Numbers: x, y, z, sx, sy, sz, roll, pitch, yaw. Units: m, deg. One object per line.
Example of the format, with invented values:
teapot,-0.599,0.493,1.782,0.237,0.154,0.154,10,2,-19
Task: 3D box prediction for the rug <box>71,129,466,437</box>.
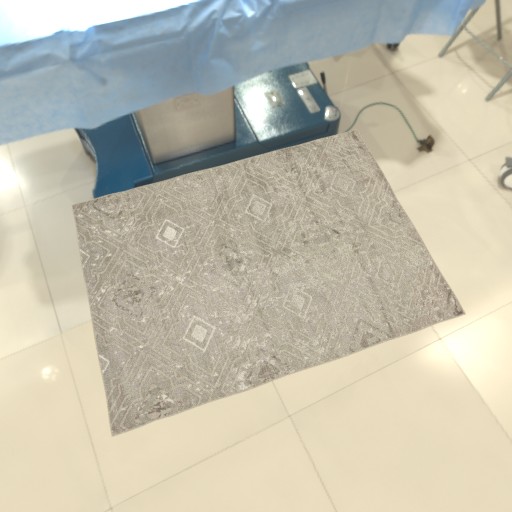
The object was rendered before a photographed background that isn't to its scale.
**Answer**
rug,0.000,0.000,4.455,3.359,0.020,2.448,-17,64,-9
